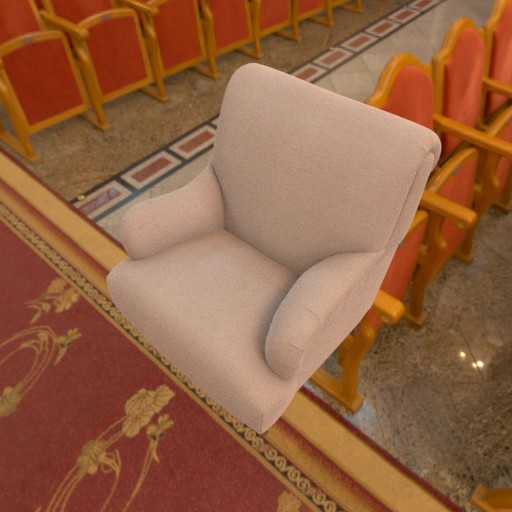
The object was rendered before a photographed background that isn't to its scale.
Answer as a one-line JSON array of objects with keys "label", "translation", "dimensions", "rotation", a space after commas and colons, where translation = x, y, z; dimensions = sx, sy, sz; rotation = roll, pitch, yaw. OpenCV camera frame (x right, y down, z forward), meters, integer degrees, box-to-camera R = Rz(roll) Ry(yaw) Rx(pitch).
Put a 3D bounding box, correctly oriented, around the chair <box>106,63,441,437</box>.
[{"label": "chair", "translation": [0.000, 0.000, 1.529], "dimensions": [0.766, 0.942, 0.842], "rotation": [33, 55, 27]}]
